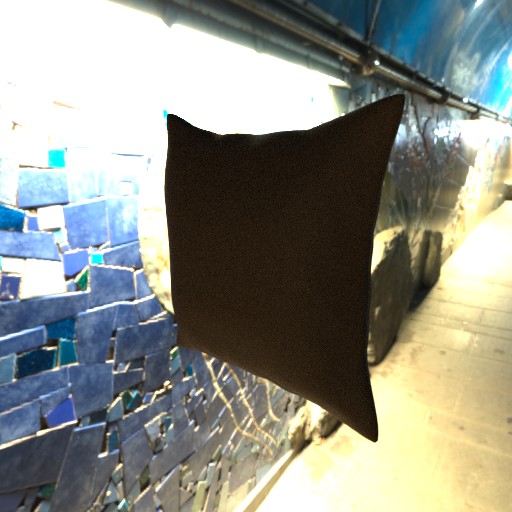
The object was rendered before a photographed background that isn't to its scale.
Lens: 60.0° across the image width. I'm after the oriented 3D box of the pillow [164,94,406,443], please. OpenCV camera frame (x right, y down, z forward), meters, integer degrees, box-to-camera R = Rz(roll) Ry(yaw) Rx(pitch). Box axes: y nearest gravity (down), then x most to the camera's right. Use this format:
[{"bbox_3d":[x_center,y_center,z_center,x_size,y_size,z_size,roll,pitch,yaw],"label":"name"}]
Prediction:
[{"bbox_3d":[0.000,0.000,0.684,0.168,0.443,0.453,-13,19,-43],"label":"pillow"}]
